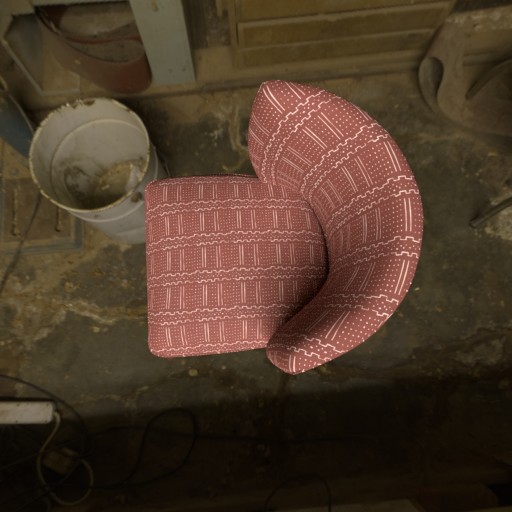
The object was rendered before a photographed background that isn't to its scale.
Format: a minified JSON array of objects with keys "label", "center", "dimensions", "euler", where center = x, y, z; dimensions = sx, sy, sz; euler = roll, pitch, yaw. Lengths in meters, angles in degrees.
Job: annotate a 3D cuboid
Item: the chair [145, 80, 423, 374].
[{"label":"chair","center":[0.000,0.000,1.405],"dimensions":[0.758,0.866,0.706],"euler":[-5,77,-1]}]
